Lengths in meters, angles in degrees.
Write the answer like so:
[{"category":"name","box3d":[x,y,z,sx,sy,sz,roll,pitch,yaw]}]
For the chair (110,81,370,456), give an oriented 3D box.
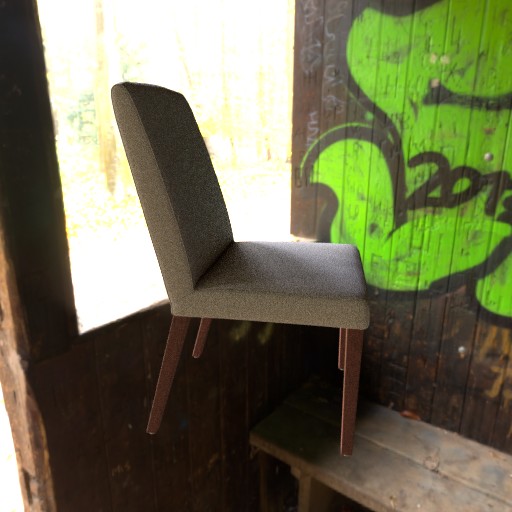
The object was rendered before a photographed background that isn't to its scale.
[{"category":"chair","box3d":[0.000,0.000,1.233,0.594,0.900,0.480,3,17,9]}]
